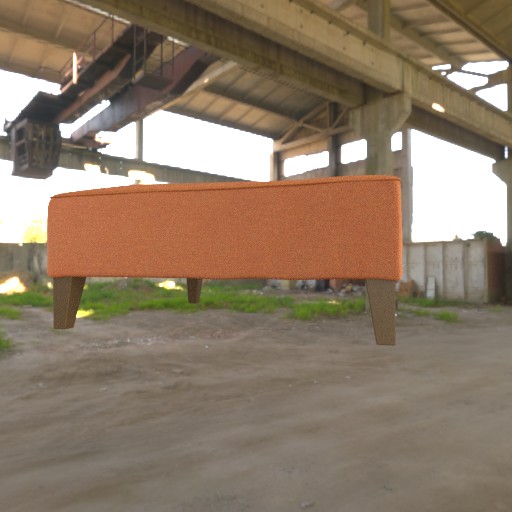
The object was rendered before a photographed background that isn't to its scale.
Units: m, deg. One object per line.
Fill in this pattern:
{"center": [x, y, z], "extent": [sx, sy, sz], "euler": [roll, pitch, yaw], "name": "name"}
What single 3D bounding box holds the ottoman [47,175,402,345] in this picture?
{"center": [0.000, 0.000, 1.613], "extent": [0.997, 0.438, 0.999], "euler": [0, -1, 17], "name": "ottoman"}
